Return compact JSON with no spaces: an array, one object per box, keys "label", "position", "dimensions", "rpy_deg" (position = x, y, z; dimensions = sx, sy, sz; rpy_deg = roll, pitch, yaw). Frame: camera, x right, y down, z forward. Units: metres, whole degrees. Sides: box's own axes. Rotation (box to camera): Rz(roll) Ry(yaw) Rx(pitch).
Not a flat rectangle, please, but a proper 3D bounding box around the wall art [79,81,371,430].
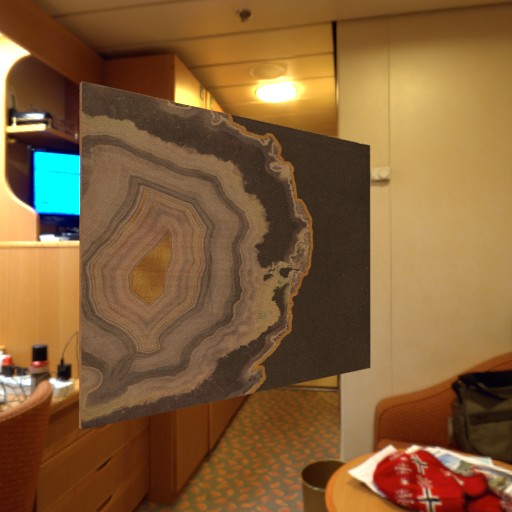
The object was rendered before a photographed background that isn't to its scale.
[{"label":"wall art","position":[0.000,0.000,0.669],"dimensions":[0.508,0.408,0.010],"rpy_deg":[0,0,-35]}]
